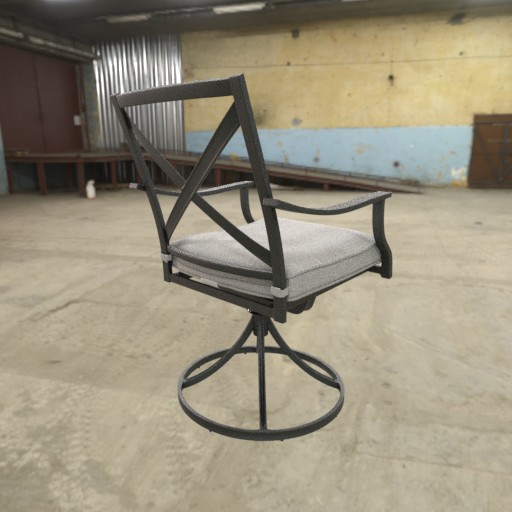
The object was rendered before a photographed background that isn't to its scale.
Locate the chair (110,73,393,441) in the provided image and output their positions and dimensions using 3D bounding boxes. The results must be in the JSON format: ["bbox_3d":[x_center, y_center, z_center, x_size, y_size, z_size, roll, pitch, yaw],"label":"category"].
[{"bbox_3d":[0.000,0.000,1.294,0.575,0.889,0.620,13,19,43],"label":"chair"}]
